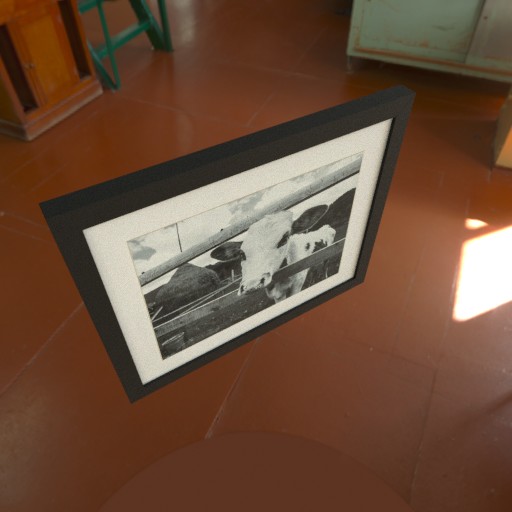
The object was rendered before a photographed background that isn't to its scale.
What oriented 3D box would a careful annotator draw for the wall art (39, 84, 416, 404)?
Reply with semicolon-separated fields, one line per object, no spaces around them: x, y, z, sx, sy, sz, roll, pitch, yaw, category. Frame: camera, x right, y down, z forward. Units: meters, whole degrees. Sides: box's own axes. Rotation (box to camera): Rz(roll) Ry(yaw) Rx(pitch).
0.000;0.000;0.549;0.404;0.329;0.024;-24;51;-21;wall art
